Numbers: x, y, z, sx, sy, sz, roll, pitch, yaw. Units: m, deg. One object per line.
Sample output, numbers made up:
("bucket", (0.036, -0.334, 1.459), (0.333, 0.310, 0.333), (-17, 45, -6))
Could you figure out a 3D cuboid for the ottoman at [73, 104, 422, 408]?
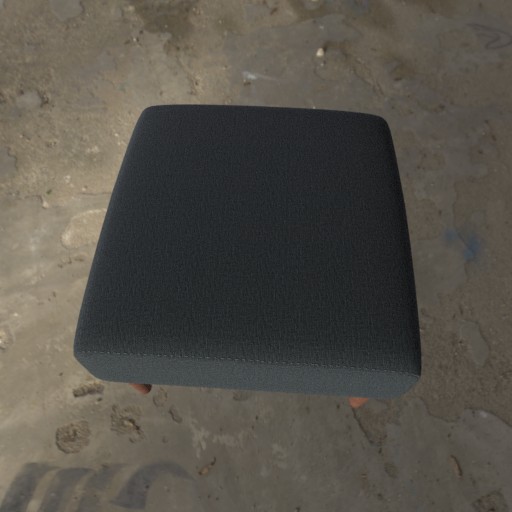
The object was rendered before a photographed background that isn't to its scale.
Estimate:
("ottoman", (0.000, 0.000, 1.064), (0.649, 0.398, 0.650), (3, 58, 2))
